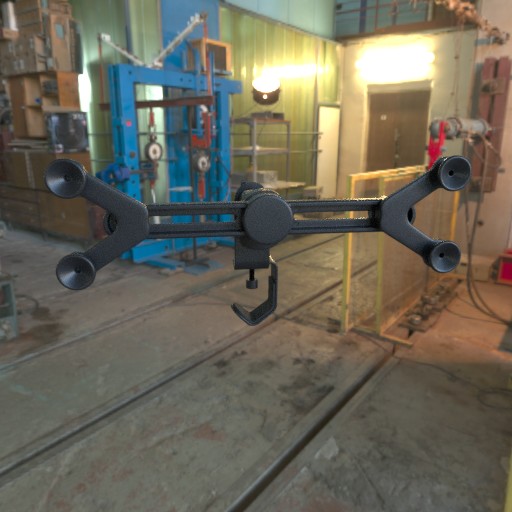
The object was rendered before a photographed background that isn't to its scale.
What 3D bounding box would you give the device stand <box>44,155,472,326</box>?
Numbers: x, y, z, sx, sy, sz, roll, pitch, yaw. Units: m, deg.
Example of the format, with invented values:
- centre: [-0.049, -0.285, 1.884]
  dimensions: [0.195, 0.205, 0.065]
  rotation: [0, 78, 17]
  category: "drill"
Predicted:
- centre: [0.000, 0.000, 0.363]
  dimensions: [0.270, 0.166, 0.142]
  rotation: [-2, 16, -8]
  category: "device stand"
